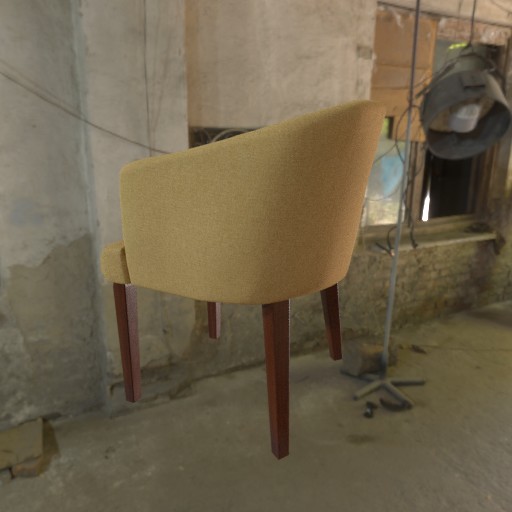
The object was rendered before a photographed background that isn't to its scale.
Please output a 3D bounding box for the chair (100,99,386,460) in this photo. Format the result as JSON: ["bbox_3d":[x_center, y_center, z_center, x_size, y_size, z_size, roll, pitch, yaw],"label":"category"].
[{"bbox_3d":[0.000,0.000,1.248,0.655,0.811,0.583,7,17,24],"label":"chair"}]
